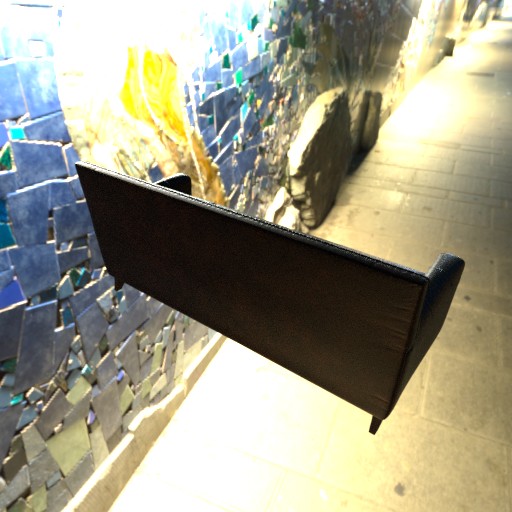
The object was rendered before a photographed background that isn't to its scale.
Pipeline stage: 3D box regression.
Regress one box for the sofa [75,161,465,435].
[{"bbox_3d":[0.000,0.000,2.460,1.995,0.871,0.786,21,37,32],"label":"sofa"}]
